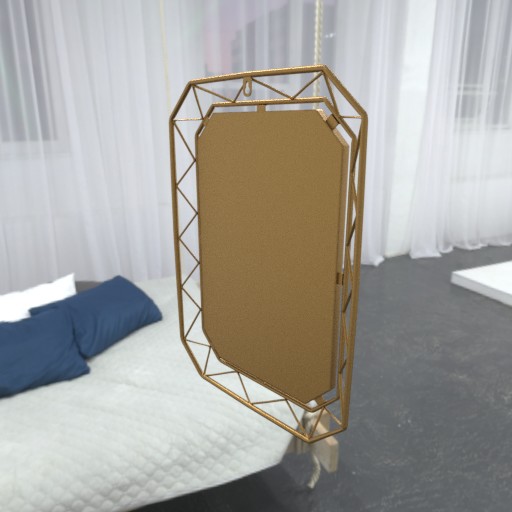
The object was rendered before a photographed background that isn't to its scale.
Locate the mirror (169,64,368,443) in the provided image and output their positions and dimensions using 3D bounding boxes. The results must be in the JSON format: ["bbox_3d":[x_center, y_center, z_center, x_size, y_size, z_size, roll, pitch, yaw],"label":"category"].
[{"bbox_3d":[0.000,0.000,0.734,0.042,0.566,0.417,-16,22,-42],"label":"mirror"}]
